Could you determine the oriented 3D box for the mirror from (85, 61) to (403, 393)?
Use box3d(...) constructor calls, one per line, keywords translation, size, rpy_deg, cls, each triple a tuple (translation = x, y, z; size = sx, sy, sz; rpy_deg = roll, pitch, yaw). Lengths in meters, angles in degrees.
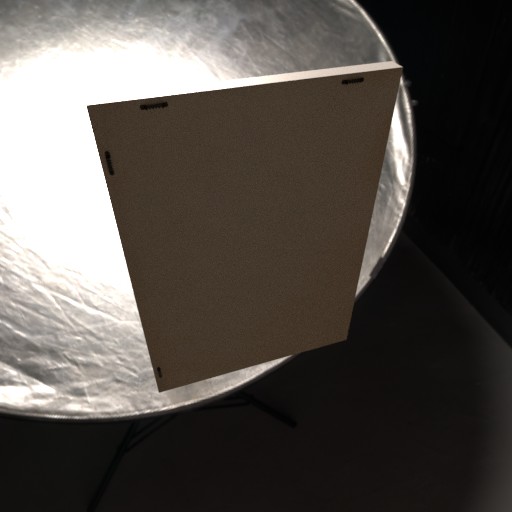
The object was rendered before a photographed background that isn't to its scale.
box3d(translation=(0.000, 0.000, 0.916), size=(0.507, 0.710, 0.039), rpy_deg=(-12, 42, -14), cls="mirror")
